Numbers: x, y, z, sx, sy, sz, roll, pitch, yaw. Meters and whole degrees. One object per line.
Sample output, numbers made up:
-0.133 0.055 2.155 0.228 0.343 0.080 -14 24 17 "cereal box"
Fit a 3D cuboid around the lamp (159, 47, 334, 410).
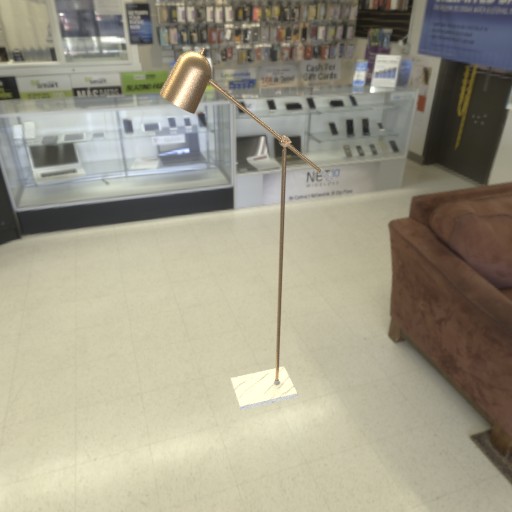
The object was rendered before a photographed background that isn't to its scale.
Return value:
0.000 0.000 1.850 0.653 1.594 0.194 -9 32 -14 "lamp"
